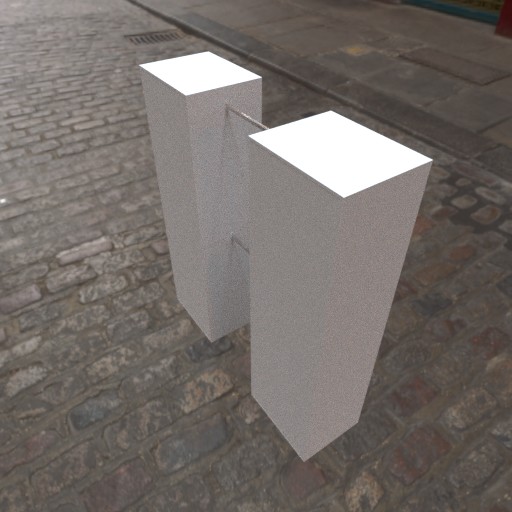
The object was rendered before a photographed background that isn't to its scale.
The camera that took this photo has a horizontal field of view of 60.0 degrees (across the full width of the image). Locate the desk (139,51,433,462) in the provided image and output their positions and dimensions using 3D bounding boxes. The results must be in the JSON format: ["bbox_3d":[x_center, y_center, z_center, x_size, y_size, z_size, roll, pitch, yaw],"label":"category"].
[{"bbox_3d":[0.000,0.000,2.854,0.480,2.000,1.770,-24,46,-26],"label":"desk"}]
